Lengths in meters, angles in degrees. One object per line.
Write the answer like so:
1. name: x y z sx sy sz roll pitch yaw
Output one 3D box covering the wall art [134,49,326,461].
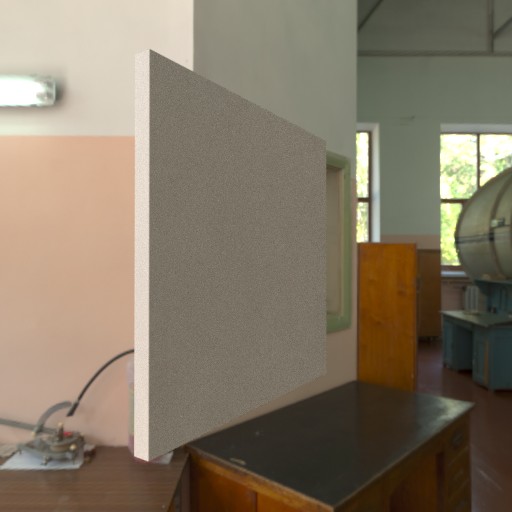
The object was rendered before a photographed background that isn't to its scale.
1. wall art: 0.000 0.000 1.143 0.040 0.762 0.762 0 -1 34
